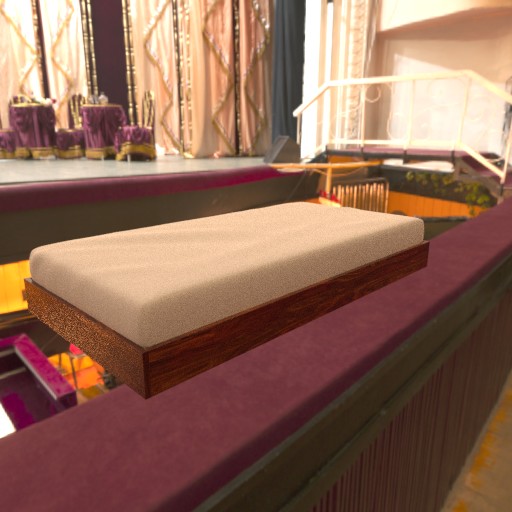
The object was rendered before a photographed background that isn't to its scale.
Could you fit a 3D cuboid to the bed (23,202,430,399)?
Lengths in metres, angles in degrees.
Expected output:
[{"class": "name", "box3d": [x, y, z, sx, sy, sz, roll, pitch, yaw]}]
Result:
[{"class": "bed", "box3d": [0.000, 0.000, 2.200, 0.940, 0.312, 1.860, 15, 22, 43]}]
